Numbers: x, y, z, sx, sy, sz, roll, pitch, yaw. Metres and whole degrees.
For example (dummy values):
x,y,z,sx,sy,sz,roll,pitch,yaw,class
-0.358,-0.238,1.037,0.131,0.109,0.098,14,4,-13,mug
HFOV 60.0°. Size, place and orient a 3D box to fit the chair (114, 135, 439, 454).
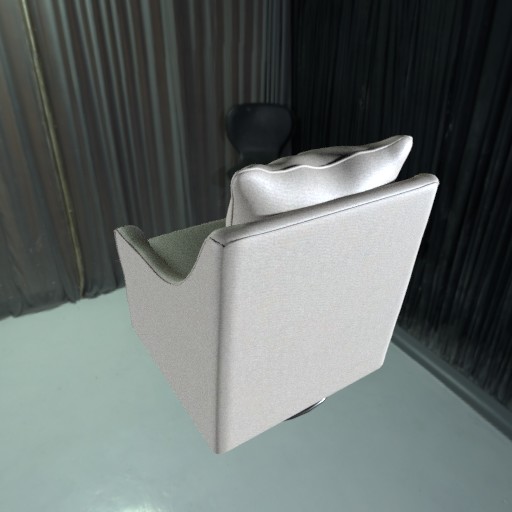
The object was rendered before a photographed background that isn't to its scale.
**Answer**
x,y,z,sx,sy,sz,roll,pitch,yaw,class
0.000,0.000,1.593,0.760,0.942,0.876,-18,34,-28,chair
